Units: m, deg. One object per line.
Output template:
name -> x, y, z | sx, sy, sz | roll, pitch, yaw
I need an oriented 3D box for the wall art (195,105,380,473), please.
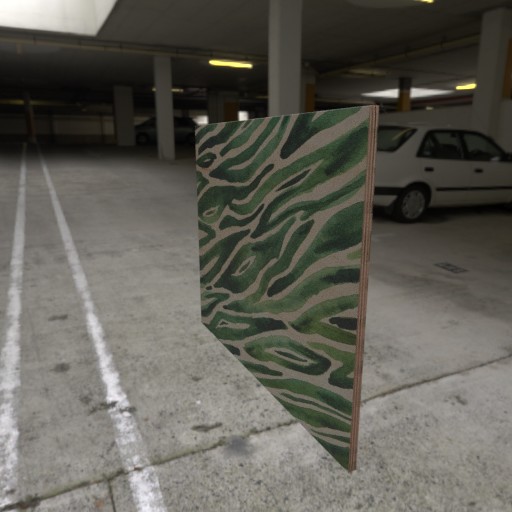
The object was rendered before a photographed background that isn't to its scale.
wall art -> 0.000, 0.000, 0.692 | 0.012, 0.408, 0.508 | -7, 16, -26
